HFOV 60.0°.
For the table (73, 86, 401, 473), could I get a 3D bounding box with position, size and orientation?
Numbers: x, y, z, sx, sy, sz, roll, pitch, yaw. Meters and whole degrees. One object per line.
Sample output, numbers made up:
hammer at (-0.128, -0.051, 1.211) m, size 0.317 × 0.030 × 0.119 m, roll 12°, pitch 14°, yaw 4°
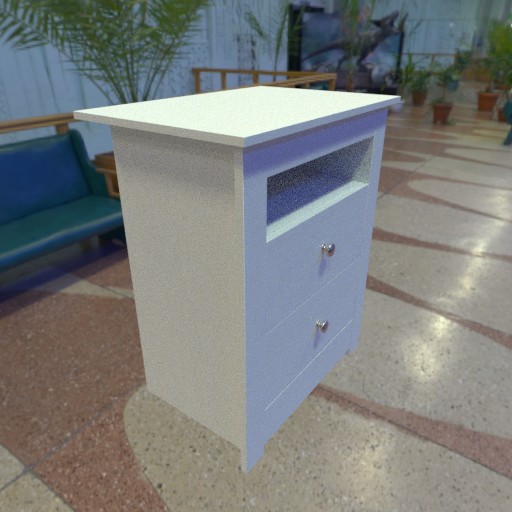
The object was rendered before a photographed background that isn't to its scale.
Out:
table at (0.000, 0.000, 1.081) m, size 0.406 × 0.711 × 0.589 m, roll 18°, pitch 32°, yaw 32°
